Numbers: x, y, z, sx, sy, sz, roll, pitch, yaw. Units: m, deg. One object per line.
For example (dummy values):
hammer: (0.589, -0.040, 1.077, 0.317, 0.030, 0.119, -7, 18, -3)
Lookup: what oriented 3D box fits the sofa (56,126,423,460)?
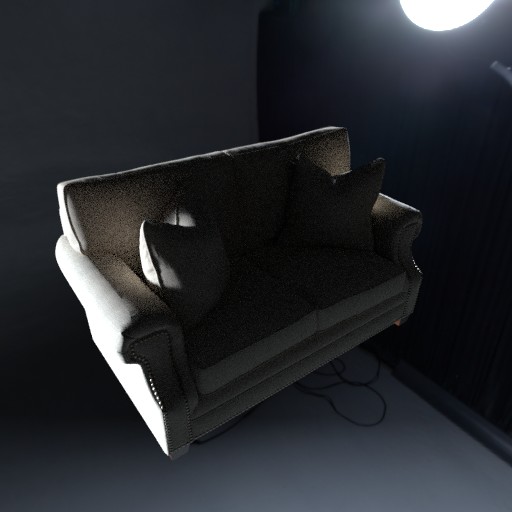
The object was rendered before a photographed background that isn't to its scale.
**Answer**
sofa: (0.000, 0.000, 2.218, 1.701, 0.966, 0.966, -21, 36, -31)
